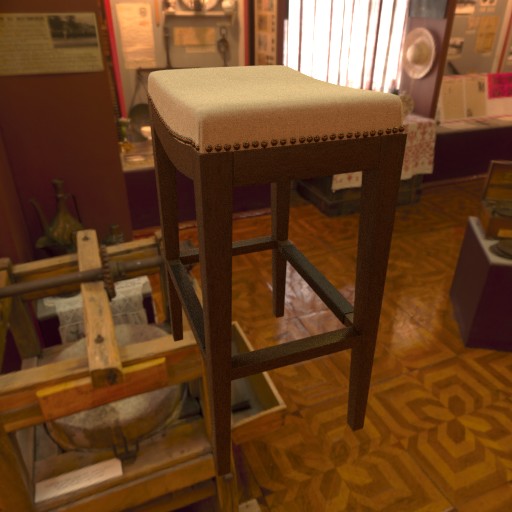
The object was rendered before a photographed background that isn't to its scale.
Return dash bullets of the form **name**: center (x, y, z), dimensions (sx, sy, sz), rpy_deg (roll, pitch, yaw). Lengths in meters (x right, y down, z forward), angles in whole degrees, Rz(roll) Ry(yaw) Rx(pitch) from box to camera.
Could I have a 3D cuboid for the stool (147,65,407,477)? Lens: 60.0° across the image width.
- **stool**: center (0.000, 0.000, 1.017), dimensions (0.358, 0.759, 0.498), rpy_deg (-10, 31, -18)
